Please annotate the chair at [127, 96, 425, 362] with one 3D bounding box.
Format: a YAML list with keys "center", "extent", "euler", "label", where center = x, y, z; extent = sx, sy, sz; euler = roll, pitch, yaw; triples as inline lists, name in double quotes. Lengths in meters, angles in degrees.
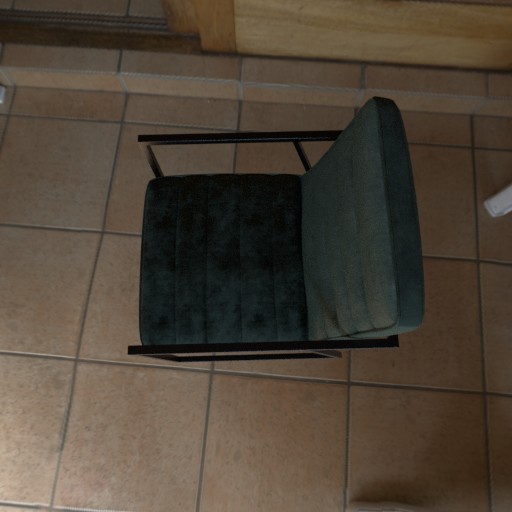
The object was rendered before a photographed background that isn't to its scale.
- center: [0.000, 0.000, 1.298]
  extent: [0.677, 0.833, 0.571]
  euler: [-1, 75, 0]
  label: "chair"
